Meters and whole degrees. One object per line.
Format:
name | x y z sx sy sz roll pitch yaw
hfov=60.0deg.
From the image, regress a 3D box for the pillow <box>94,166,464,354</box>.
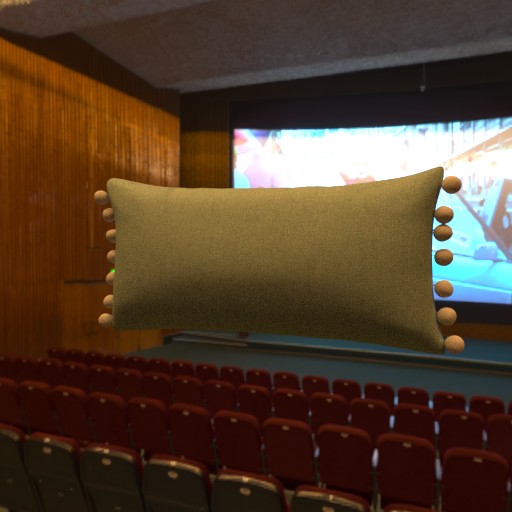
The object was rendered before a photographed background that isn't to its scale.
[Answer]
pillow | 0.000 0.000 0.829 0.709 0.322 0.201 0 1 20
